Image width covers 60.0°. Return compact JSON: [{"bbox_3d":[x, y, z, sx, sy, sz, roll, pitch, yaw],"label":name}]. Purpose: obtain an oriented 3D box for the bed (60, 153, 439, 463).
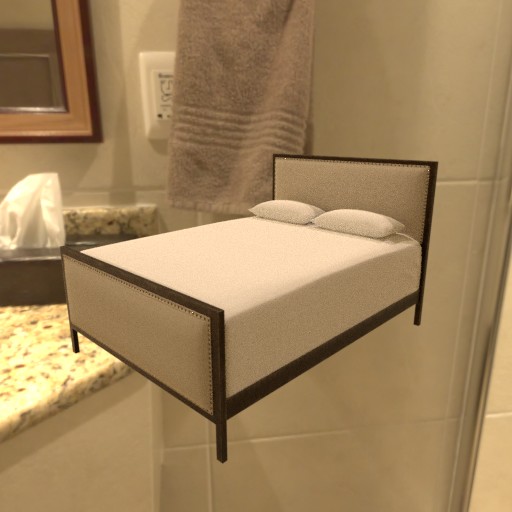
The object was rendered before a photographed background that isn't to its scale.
[{"bbox_3d":[0.000,0.000,3.217,1.607,1.313,2.221,15,22,42],"label":"bed"}]
